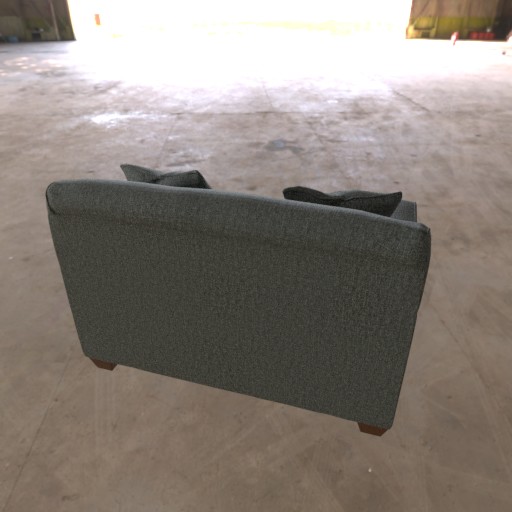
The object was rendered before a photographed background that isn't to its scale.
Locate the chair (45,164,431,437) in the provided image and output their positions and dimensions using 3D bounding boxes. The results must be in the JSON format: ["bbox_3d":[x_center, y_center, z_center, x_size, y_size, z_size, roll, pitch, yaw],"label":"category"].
[{"bbox_3d":[0.000,0.000,2.058,1.383,0.948,1.000,9,31,15],"label":"chair"}]
